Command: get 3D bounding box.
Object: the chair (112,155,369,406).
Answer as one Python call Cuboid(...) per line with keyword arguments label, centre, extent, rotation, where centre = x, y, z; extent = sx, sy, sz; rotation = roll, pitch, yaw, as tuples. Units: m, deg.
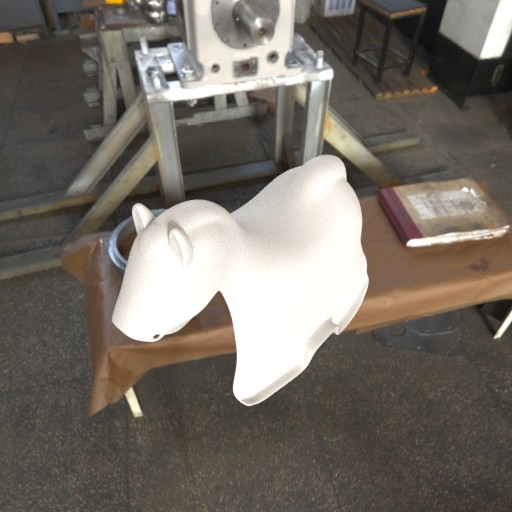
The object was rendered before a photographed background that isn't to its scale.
Cuboid(label="chair", centre=(0.000, 0.000, 1.139), extent=(0.429, 0.612, 0.800), rotation=(33, 54, 28))
